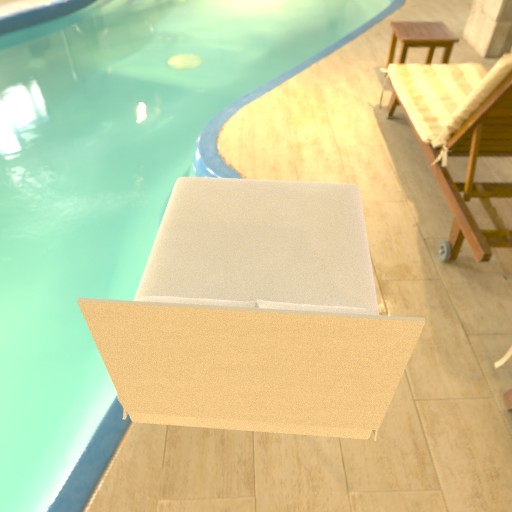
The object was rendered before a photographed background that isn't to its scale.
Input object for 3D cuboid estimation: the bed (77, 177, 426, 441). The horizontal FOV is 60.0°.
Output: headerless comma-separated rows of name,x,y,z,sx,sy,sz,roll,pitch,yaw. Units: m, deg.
bed,0.000,0.000,3.242,1.745,1.335,2.094,3,44,3
